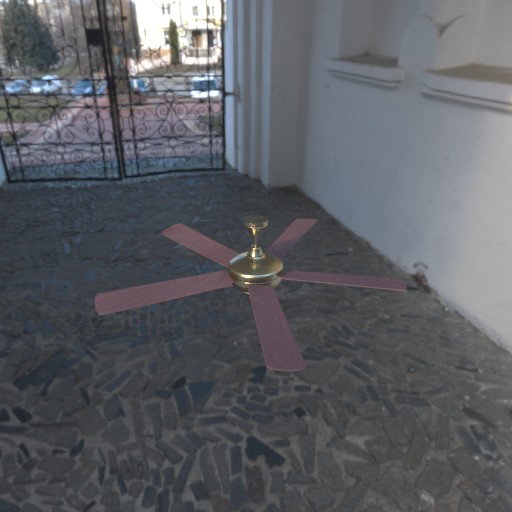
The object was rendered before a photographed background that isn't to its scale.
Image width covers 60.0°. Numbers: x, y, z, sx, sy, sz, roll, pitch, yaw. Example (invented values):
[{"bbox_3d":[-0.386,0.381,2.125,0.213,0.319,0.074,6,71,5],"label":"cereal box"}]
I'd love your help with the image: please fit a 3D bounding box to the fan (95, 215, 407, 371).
[{"bbox_3d":[0.000,0.000,1.999,1.321,0.356,1.321,0,27,1],"label":"fan"}]
